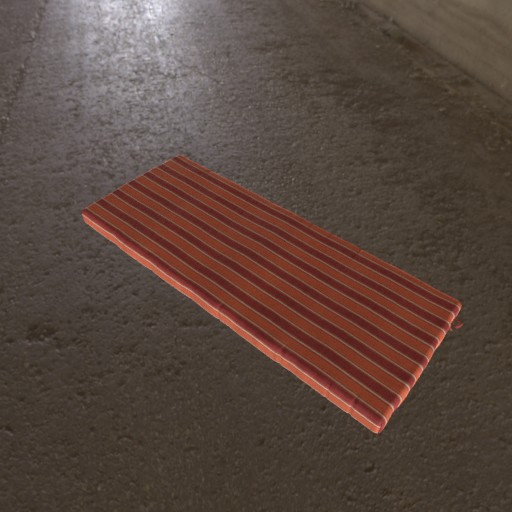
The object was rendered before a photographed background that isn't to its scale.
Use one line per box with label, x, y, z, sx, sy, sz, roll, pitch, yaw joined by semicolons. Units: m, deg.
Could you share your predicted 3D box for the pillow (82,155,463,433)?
pillow;0.000;0.000;1.380;1.187;0.081;0.492;31;53;27
